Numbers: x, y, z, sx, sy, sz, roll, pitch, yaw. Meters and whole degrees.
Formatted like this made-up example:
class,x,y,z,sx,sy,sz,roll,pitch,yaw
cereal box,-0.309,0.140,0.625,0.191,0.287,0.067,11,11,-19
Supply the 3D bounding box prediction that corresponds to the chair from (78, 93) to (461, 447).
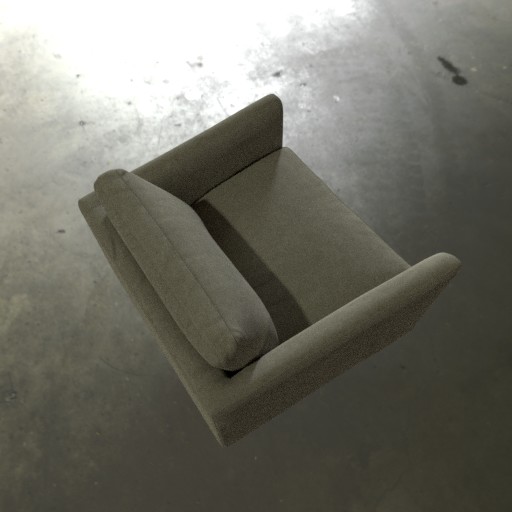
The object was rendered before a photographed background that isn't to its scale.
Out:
class,x,y,z,sx,sy,sz,roll,pitch,yaw
chair,0.000,0.000,1.934,1.091,0.845,1.190,-31,63,-18
